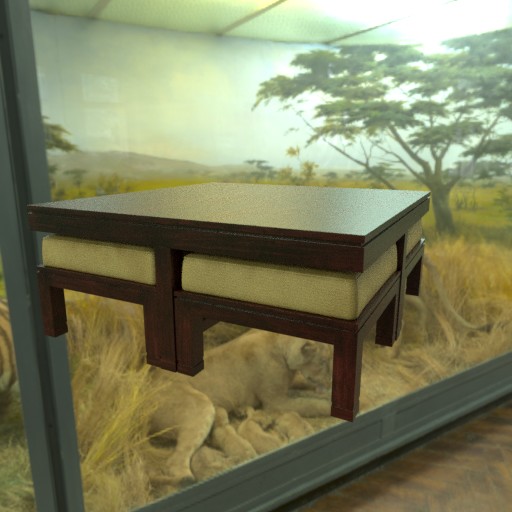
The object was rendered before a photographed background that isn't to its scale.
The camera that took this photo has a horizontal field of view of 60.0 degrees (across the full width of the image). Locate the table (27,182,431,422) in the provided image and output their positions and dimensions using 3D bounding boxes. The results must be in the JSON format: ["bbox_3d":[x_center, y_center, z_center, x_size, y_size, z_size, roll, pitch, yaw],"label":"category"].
[{"bbox_3d":[0.000,0.000,1.347,0.865,0.356,0.865,7,15,27],"label":"table"}]
